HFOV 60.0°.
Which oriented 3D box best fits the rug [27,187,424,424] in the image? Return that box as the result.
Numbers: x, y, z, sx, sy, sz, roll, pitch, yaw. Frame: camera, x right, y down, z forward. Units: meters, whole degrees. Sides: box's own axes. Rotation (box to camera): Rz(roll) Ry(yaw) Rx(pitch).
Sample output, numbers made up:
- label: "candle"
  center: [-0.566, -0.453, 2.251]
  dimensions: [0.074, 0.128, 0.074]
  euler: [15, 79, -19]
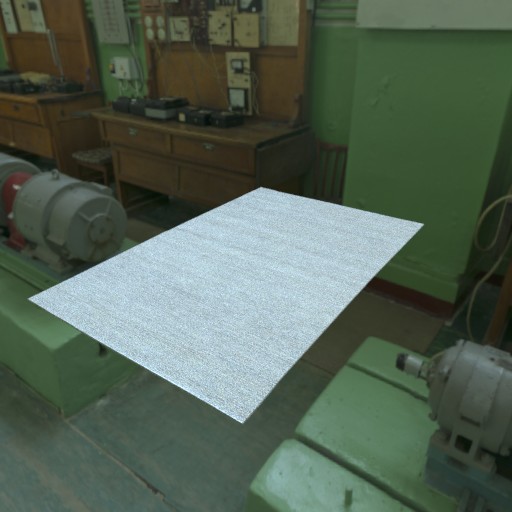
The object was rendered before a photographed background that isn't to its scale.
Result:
- label: "rug"
  center: [0.000, 0.000, 2.291]
  dimensions: [1.179, 0.022, 1.820]
  euler: [18, 33, 31]
